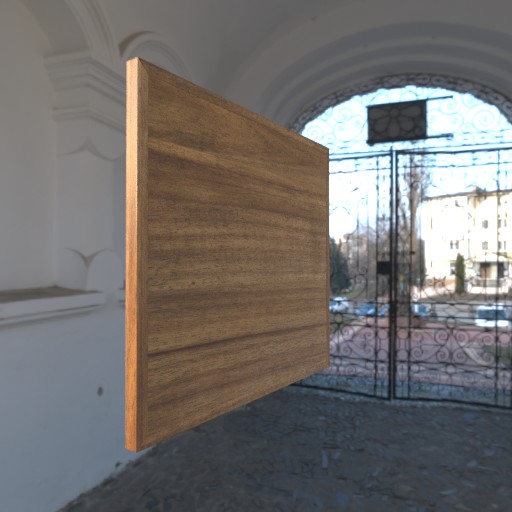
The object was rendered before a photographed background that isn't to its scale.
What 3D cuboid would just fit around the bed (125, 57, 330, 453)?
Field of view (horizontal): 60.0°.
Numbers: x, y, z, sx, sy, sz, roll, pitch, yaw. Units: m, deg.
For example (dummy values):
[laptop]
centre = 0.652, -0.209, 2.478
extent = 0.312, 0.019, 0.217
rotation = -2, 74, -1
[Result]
[bed]
centre = 0.000, 0.000, 1.489
extent = 0.043, 0.940, 1.041
rotation = 0, -1, 35
